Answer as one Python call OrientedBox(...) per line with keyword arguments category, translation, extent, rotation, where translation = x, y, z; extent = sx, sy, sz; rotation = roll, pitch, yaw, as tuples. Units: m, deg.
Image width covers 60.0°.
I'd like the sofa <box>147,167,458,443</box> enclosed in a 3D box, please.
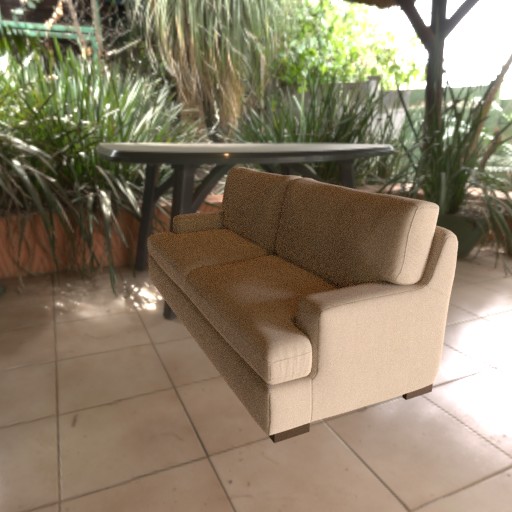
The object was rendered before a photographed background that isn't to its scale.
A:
OrientedBox(category="sofa", translation=(0.000, 0.000, 2.705), extent=(0.929, 0.925, 2.147), rotation=(-7, 18, -24))
